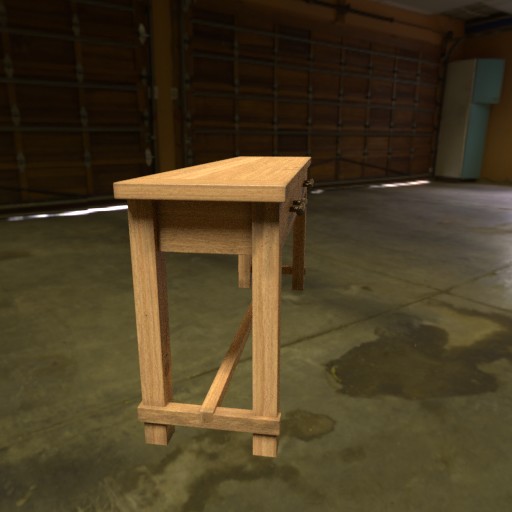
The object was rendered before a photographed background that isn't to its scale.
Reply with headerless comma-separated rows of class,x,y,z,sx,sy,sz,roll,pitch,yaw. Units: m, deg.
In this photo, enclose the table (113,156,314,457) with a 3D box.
table,0.000,0.000,1.882,0.442,0.762,1.599,2,15,9
